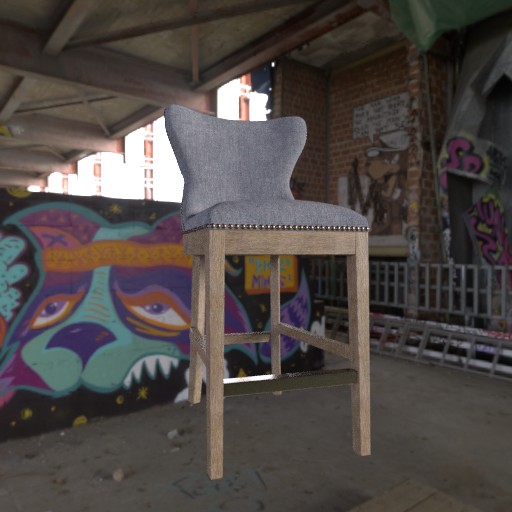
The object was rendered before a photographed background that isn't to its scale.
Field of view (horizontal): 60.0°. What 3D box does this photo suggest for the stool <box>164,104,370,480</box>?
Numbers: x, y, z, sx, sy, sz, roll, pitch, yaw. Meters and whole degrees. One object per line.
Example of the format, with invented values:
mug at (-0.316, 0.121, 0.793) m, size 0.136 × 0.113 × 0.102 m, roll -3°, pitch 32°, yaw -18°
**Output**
stool at (0.000, 0.000, 1.315) m, size 0.498 × 0.981 × 0.608 m, roll 0°, pitch 1°, yaw -18°
